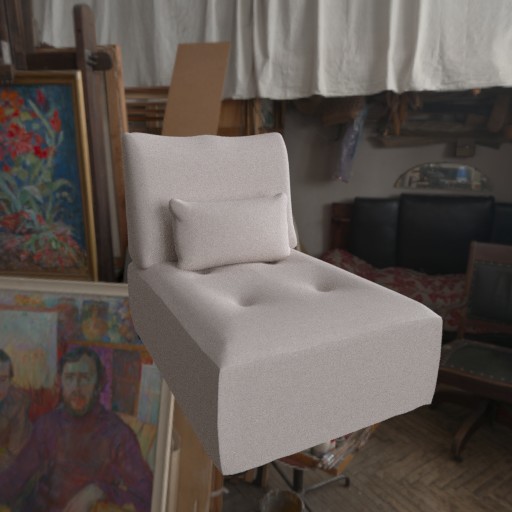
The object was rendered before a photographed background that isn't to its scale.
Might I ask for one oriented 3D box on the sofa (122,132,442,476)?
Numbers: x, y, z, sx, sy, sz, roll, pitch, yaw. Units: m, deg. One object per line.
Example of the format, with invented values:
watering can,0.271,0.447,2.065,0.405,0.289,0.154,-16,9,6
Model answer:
sofa,0.000,0.000,1.511,0.700,0.820,1.000,-8,17,-26
